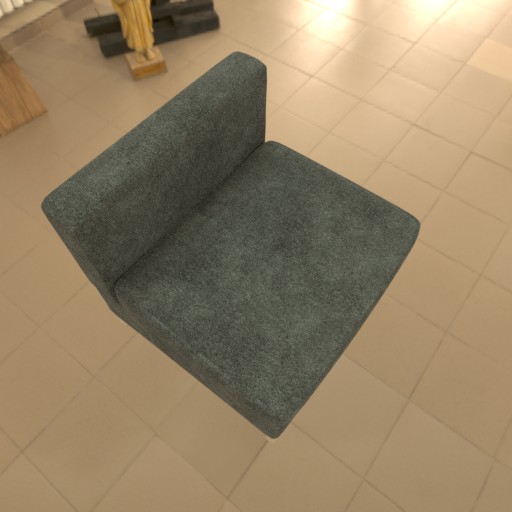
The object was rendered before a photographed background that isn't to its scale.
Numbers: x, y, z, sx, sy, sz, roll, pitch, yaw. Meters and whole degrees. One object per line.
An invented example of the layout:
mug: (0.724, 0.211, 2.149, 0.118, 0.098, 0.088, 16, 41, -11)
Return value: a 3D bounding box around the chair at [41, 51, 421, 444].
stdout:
chair: (0.000, 0.000, 1.228, 0.680, 0.660, 0.680, 33, 64, 18)
